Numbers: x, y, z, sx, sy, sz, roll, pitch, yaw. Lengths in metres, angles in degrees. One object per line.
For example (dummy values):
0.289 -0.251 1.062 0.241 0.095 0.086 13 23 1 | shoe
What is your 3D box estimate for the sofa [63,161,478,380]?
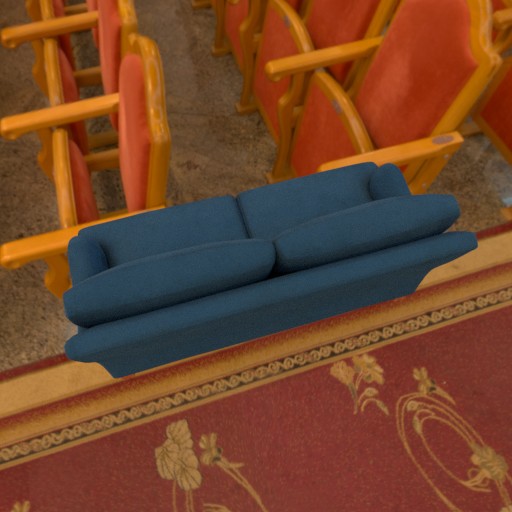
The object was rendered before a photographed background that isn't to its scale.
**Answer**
0.000 0.000 2.733 2.141 1.101 1.084 -14 59 -9 | sofa
